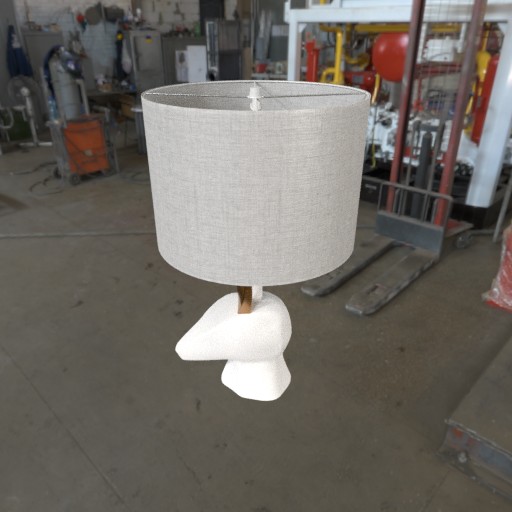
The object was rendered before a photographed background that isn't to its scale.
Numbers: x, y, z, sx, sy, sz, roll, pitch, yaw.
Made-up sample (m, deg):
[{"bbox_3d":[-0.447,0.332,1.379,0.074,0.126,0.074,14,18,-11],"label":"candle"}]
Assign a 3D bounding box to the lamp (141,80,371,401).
[{"bbox_3d":[0.000,0.000,0.703,0.298,0.503,0.298,0,27,-1],"label":"lamp"}]
